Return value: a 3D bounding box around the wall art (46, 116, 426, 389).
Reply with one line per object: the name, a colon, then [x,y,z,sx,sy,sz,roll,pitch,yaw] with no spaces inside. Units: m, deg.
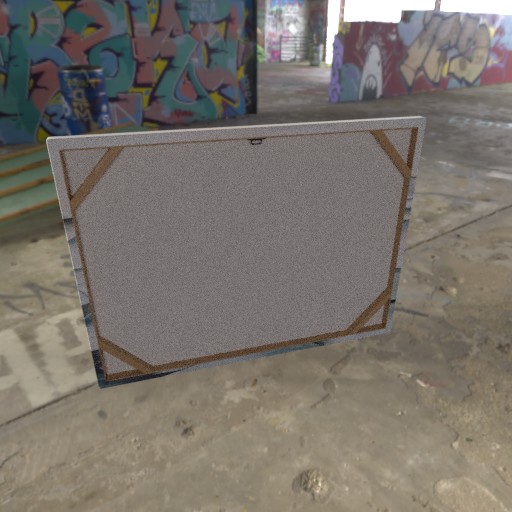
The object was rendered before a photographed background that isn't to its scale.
wall art: [0.000,0.000,1.599,1.219,0.915,0.039,-8,28,-15]
